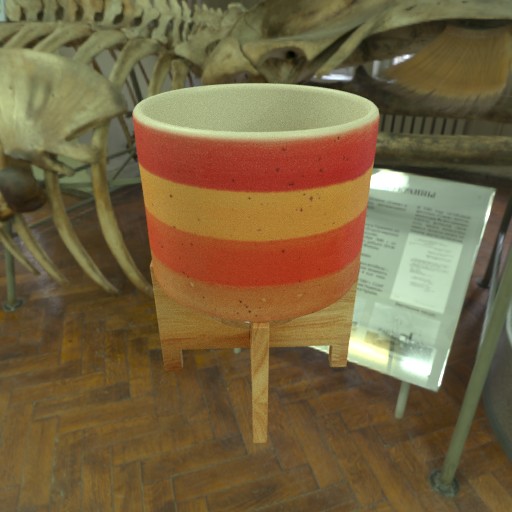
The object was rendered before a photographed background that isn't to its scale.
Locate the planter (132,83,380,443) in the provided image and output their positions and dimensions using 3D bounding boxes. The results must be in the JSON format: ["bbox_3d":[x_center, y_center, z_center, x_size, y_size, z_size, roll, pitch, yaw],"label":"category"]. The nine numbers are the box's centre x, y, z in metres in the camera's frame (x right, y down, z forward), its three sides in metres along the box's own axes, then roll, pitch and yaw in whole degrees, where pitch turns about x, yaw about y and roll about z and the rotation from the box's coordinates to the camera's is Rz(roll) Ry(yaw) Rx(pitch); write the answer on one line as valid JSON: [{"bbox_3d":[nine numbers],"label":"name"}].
[{"bbox_3d":[0.000,0.000,0.567,0.269,0.379,0.269,0,30,0],"label":"planter"}]
